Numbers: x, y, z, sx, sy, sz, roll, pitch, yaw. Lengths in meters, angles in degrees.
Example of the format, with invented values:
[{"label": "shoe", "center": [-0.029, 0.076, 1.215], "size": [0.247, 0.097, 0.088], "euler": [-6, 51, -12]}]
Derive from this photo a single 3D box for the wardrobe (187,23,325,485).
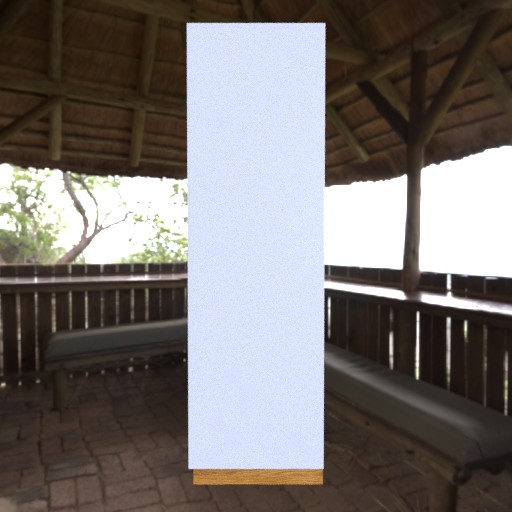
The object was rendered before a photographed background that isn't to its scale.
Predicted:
[{"label": "wardrobe", "center": [0.000, 0.000, 2.375], "size": [0.600, 2.040, 0.860], "euler": [0, 1, 0]}]
